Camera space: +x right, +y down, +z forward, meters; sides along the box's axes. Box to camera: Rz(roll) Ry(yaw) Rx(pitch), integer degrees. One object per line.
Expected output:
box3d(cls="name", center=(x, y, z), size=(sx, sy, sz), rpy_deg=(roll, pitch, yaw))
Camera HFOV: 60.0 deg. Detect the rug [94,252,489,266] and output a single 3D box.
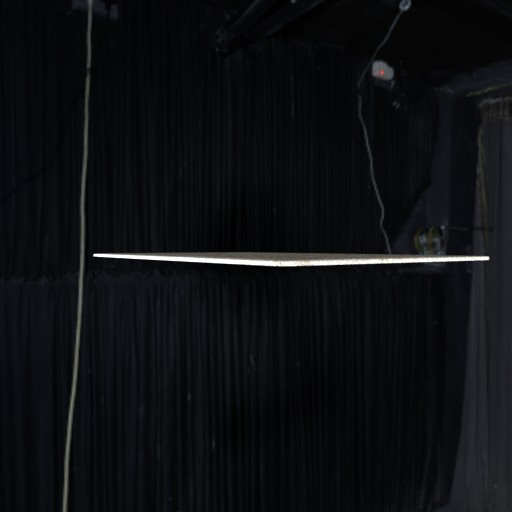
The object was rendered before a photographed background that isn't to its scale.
box3d(cls="rug", center=(0.000, 0.000, 3.080), size=(1.539, 0.024, 2.469), rpy_deg=(-1, 1, -36))
